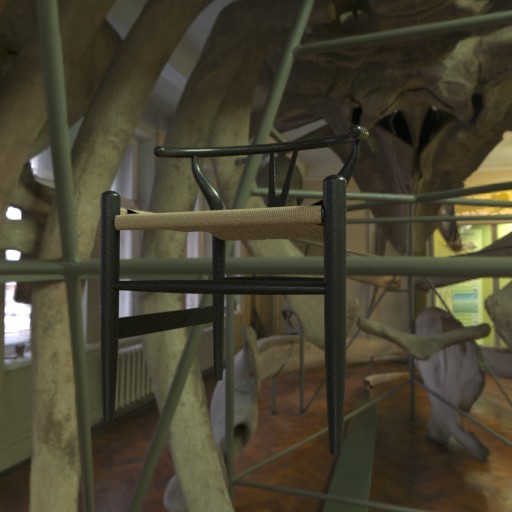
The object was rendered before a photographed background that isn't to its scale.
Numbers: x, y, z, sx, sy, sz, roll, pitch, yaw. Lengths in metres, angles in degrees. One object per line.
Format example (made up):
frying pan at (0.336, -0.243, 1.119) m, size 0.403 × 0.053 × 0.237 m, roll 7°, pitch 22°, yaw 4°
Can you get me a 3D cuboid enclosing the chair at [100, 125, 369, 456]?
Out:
chair at (0.000, 0.000, 1.153) m, size 0.570 × 0.739 × 0.570 m, roll -1°, pitch -2°, yaw 20°
